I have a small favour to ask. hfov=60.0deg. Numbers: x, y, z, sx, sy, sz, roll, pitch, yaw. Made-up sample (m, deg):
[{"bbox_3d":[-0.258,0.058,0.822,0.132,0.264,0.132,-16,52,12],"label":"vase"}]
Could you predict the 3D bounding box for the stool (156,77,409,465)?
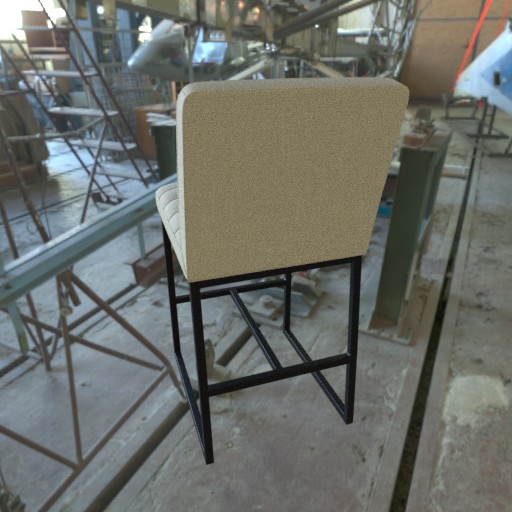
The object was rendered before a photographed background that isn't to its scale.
[{"bbox_3d":[0.000,0.000,1.225,0.460,0.940,0.560,-8,26,-17],"label":"stool"}]
